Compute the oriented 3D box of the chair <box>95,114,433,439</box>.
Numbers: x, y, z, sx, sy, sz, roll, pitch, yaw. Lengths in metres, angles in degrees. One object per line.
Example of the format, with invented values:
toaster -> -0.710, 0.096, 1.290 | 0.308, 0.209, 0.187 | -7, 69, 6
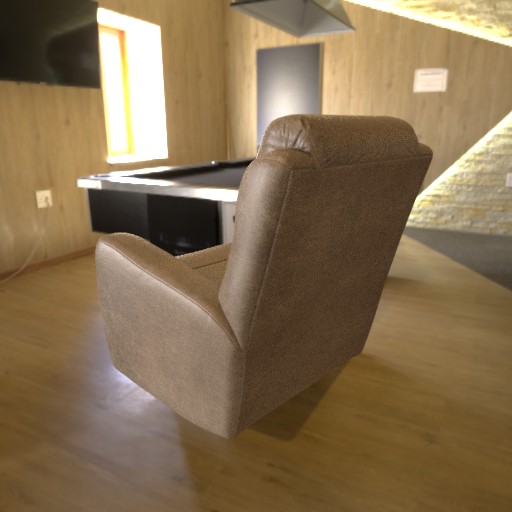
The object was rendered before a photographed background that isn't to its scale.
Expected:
chair -> 0.000, 0.000, 1.855 | 1.068, 1.116, 0.965 | 16, 23, 42
